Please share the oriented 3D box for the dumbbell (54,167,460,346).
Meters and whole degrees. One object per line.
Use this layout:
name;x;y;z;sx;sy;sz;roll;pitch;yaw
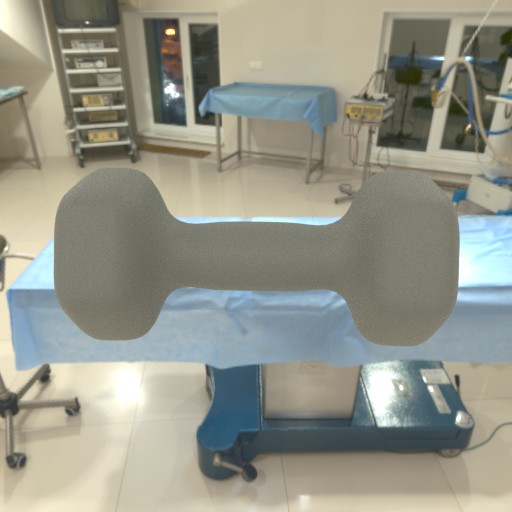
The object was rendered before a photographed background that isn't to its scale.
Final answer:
dumbbell;0.000;0.000;0.224;0.184;0.081;0.090;1;29;2
